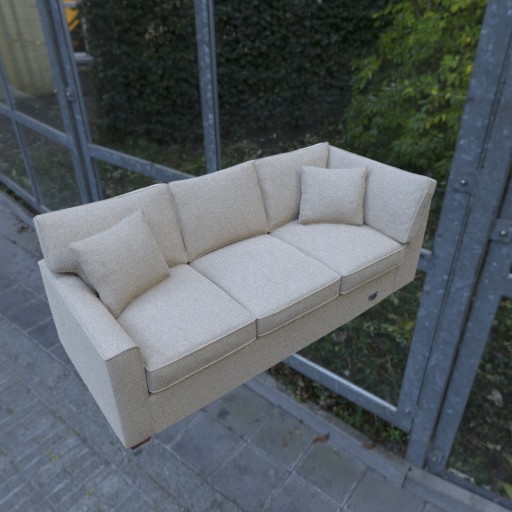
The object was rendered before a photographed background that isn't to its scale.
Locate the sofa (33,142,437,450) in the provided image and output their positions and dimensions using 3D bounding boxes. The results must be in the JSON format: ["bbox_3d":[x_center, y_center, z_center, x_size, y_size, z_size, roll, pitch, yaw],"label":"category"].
[{"bbox_3d":[0.000,0.000,2.808,2.317,0.962,1.061,-22,37,-32],"label":"sofa"}]
